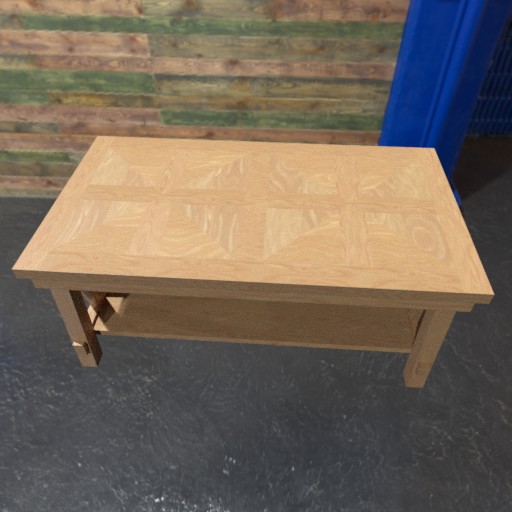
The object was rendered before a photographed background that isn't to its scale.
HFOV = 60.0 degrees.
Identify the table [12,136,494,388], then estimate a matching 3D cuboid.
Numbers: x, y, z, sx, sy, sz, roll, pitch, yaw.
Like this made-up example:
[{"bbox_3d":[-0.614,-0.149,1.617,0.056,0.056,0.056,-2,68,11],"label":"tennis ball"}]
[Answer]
[{"bbox_3d":[0.000,0.000,1.592,1.270,0.507,0.711,3,45,3],"label":"table"}]
